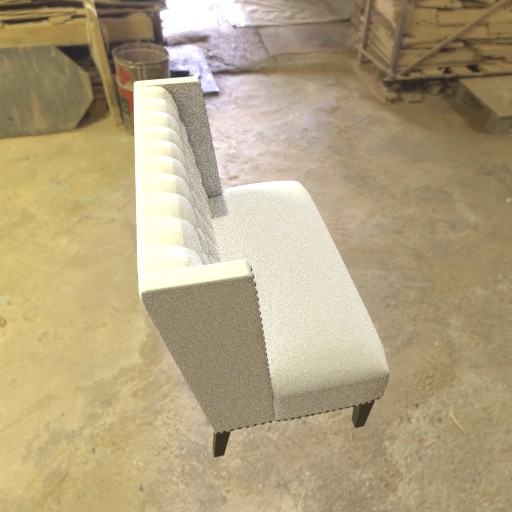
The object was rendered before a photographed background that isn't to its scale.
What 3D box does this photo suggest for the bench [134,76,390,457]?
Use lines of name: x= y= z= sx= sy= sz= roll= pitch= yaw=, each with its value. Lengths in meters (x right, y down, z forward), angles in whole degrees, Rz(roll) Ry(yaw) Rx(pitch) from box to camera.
bench: x=0.000 y=0.000 z=1.966 sx=0.847 sy=1.123 sz=1.280 roll=-8 pitch=45 yaw=-8
